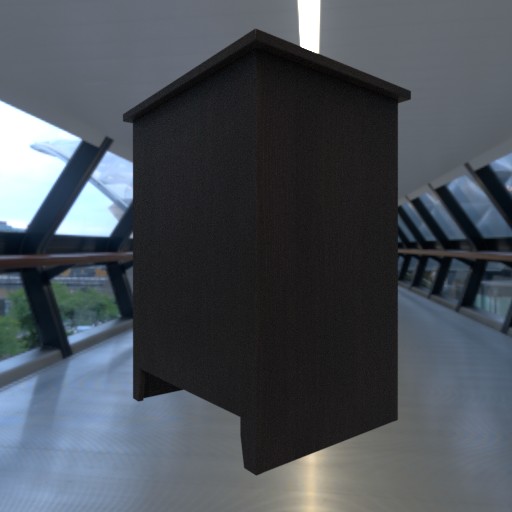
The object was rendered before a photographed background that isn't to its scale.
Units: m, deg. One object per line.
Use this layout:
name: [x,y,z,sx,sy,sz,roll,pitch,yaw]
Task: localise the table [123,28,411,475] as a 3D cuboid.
table: [0.000,0.000,0.923,0.381,0.635,0.480,0,0,-38]
